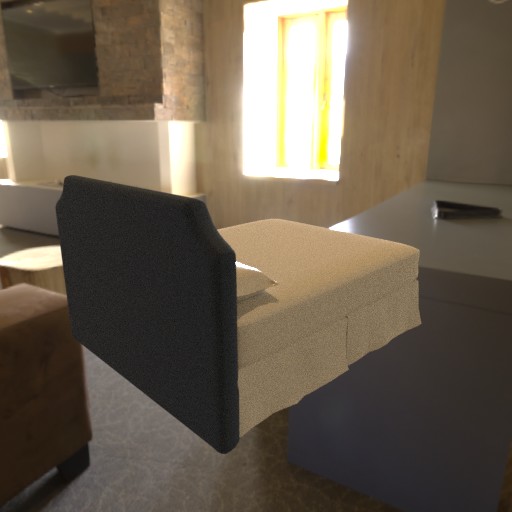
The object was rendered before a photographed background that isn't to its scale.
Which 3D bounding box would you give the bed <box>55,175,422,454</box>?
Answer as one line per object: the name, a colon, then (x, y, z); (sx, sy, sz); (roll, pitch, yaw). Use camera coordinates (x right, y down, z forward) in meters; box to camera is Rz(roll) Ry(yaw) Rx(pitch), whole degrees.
bed: (0.000, 0.000, 3.408); (2.260, 1.297, 1.831); (-16, 23, -42)
